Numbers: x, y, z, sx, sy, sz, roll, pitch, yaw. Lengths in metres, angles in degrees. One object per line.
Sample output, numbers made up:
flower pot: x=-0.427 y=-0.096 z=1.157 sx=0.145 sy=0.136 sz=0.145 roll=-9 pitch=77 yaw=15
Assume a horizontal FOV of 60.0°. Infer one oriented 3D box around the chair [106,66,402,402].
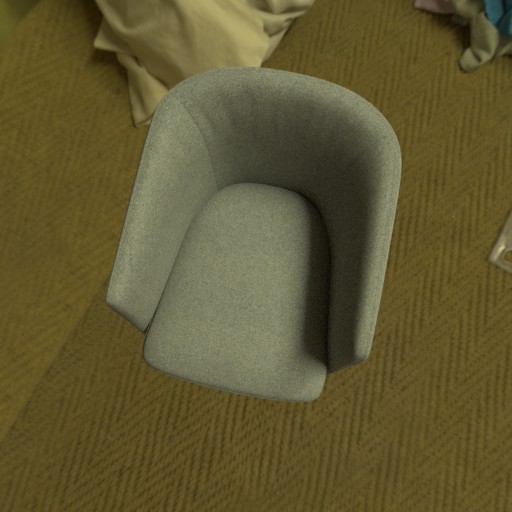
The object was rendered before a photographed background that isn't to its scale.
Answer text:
chair: x=0.000 y=0.000 z=1.650 sx=0.822 sy=0.861 sz=0.986 roll=12 pitch=77 yaw=3
